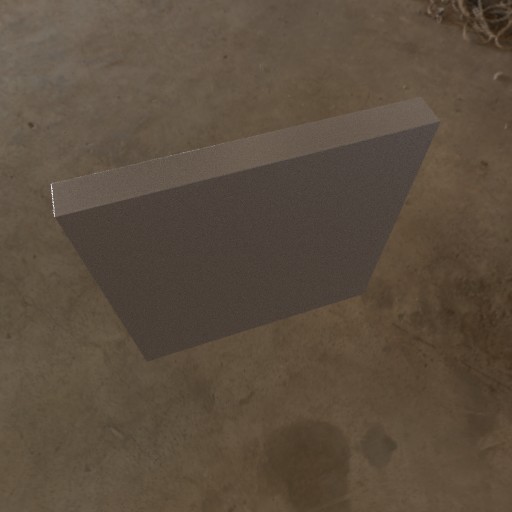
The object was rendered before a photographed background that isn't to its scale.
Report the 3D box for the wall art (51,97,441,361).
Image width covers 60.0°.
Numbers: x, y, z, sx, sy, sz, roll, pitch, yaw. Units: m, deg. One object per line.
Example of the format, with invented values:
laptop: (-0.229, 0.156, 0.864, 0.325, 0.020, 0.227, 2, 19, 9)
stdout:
wall art: (0.000, 0.000, 0.539, 0.350, 0.350, 0.038, -16, 59, -10)
